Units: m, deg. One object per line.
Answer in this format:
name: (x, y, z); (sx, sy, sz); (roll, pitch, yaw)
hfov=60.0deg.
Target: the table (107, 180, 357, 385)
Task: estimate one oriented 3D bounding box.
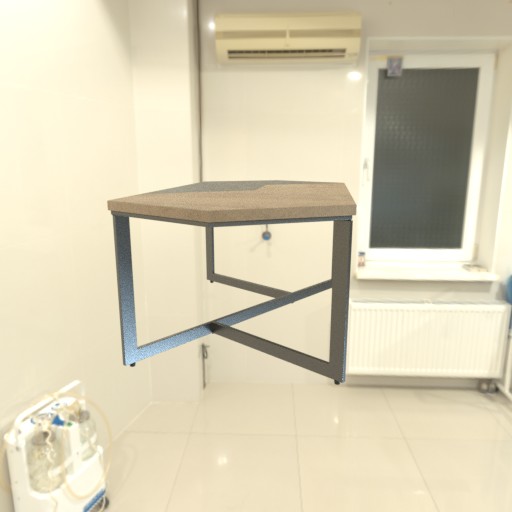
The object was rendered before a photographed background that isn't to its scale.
table: (0.000, 0.000, 1.534); (0.609, 0.457, 1.219); (2, 13, 9)
